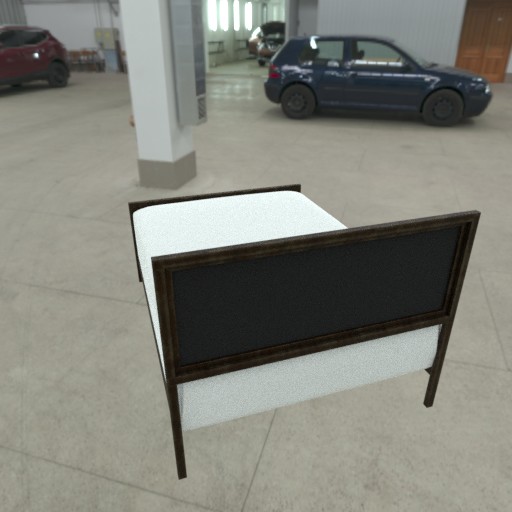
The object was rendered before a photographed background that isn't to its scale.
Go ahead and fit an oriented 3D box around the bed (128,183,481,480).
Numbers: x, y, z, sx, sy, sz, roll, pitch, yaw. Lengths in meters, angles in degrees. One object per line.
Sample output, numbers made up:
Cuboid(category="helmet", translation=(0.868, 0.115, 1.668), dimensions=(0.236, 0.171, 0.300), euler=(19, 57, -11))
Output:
Cuboid(category="bed", translation=(0.000, 0.000, 3.202), dimensions=(1.607, 1.313, 2.221), euler=(-9, 29, -16))
